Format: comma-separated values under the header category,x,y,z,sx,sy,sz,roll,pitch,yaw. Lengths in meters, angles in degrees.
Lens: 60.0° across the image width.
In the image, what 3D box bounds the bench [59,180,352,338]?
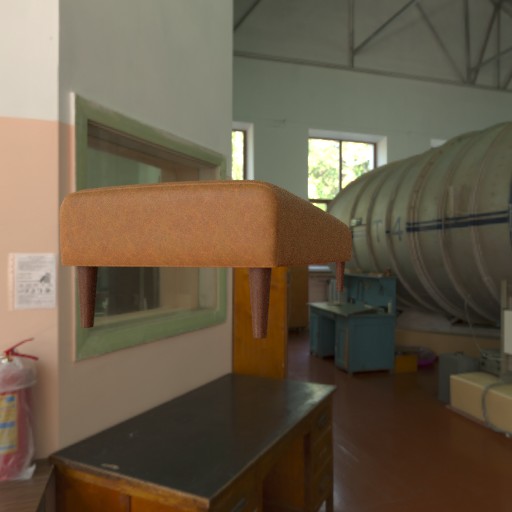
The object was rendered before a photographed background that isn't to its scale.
category,x,y,z,sx,sy,sz,roll,pitch,yaw
bench,0.000,0.000,1.867,0.653,0.399,1.610,0,0,18
